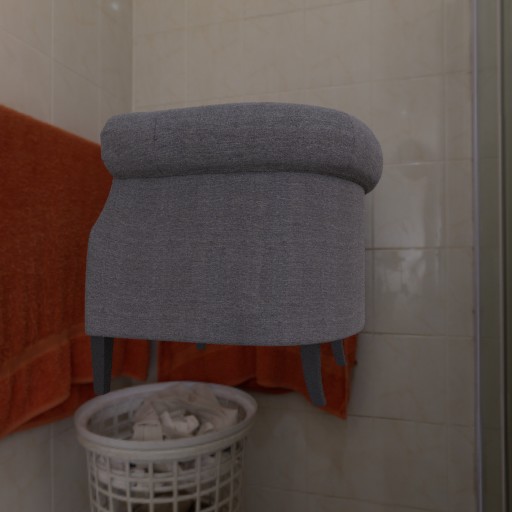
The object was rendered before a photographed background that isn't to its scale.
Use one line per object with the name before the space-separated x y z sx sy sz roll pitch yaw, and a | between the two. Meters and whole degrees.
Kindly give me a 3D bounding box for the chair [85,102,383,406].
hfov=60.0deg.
chair | 0.000 0.000 1.543 0.852 0.827 0.905 0 0 18
